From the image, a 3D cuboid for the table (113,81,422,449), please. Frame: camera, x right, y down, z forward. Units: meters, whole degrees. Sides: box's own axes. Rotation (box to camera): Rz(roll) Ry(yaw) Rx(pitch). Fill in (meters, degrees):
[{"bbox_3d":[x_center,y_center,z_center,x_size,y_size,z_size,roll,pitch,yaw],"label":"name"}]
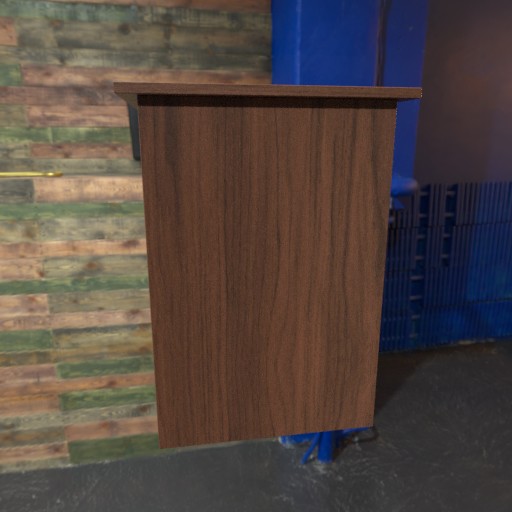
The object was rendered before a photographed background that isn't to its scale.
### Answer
[{"bbox_3d":[0.000,0.000,0.937,0.480,0.636,0.381,-2,15,-9],"label":"table"}]
